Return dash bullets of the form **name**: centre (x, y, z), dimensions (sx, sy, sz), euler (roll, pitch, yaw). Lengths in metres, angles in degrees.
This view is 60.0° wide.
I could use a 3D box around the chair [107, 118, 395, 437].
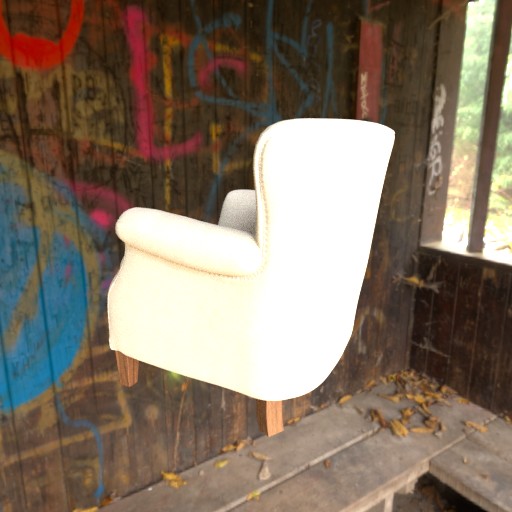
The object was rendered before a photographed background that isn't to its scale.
- **chair**: centre (0.000, 0.000, 1.646), dimensions (0.921, 0.936, 0.861), euler (7, 16, 27)
